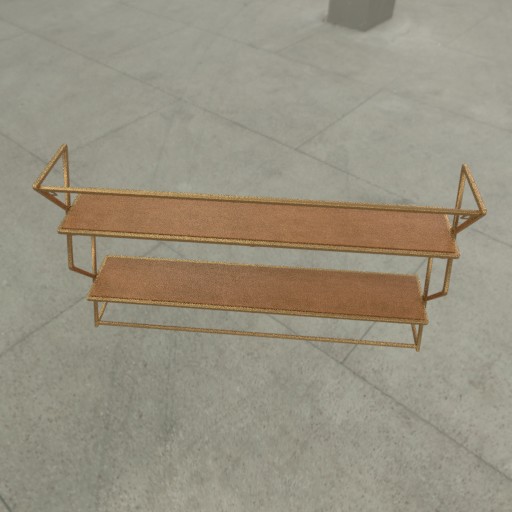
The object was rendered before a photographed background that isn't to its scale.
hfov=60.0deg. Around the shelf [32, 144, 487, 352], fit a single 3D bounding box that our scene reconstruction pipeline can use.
[{"bbox_3d":[0.000,0.000,1.009,0.822,0.450,0.150,4,46,4],"label":"shelf"}]
